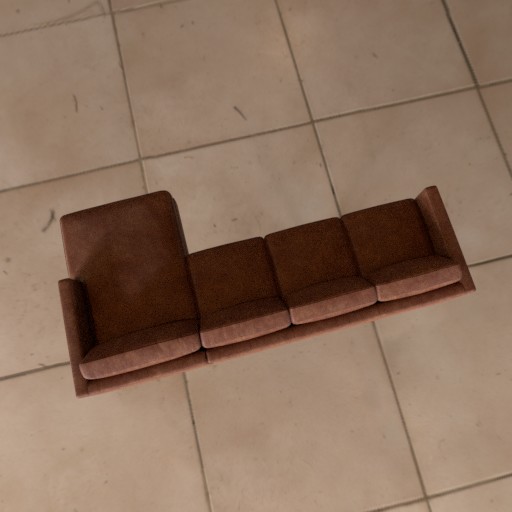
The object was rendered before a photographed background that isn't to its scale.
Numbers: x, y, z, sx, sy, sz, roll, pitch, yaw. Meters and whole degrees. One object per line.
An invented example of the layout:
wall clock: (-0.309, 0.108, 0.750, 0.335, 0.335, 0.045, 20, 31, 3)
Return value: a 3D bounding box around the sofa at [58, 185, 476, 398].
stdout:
sofa: (0.000, 0.000, 3.868, 3.203, 0.883, 1.581, -14, 77, -3)
